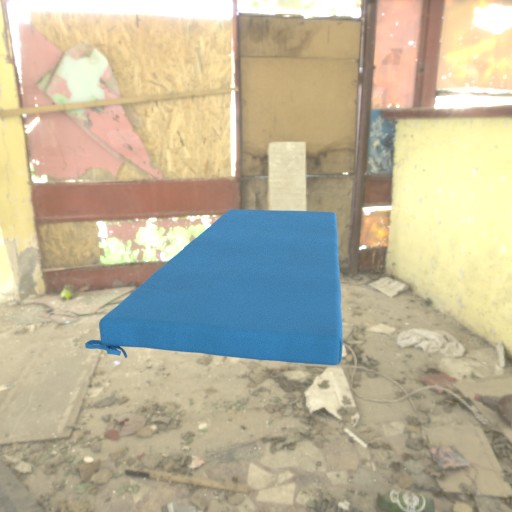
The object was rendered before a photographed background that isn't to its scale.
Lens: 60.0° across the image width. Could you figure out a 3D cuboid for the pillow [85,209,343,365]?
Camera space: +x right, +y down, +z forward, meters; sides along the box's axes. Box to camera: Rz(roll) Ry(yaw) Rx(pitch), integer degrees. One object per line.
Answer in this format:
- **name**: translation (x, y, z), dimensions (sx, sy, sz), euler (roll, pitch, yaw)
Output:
- **pillow**: translation (0.000, 0.000, 1.342), dimensions (0.492, 0.081, 1.187), euler (3, 17, 9)
